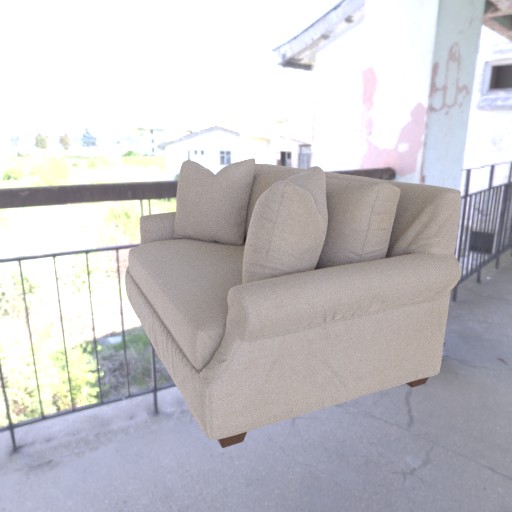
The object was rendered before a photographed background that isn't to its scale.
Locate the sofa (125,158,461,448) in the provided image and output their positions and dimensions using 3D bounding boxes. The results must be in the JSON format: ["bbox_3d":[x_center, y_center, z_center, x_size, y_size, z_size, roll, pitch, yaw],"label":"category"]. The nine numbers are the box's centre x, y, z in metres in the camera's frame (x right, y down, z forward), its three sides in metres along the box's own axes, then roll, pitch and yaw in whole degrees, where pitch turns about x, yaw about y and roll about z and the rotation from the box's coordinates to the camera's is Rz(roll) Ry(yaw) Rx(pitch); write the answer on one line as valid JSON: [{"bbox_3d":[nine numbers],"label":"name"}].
[{"bbox_3d":[0.000,0.000,2.159,1.070,0.905,1.550,-7,17,-25],"label":"sofa"}]
